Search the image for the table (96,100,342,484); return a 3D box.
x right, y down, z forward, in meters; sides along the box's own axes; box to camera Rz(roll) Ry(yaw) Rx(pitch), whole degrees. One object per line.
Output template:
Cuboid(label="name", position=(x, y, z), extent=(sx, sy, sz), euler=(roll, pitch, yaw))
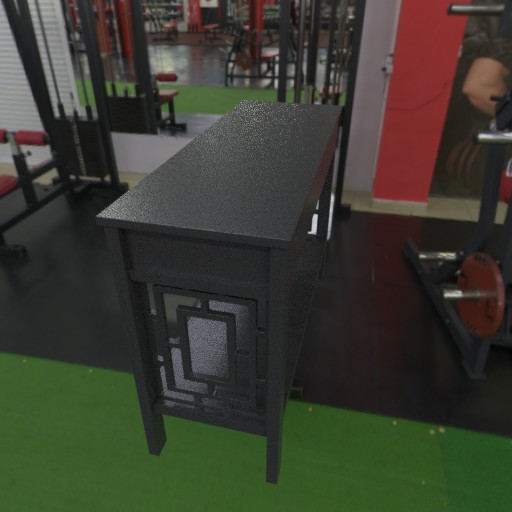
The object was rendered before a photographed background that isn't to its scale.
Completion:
Cuboid(label="table", position=(0.000, 0.000, 1.461), extent=(0.397, 0.753, 1.068), euler=(8, 32, 12))
